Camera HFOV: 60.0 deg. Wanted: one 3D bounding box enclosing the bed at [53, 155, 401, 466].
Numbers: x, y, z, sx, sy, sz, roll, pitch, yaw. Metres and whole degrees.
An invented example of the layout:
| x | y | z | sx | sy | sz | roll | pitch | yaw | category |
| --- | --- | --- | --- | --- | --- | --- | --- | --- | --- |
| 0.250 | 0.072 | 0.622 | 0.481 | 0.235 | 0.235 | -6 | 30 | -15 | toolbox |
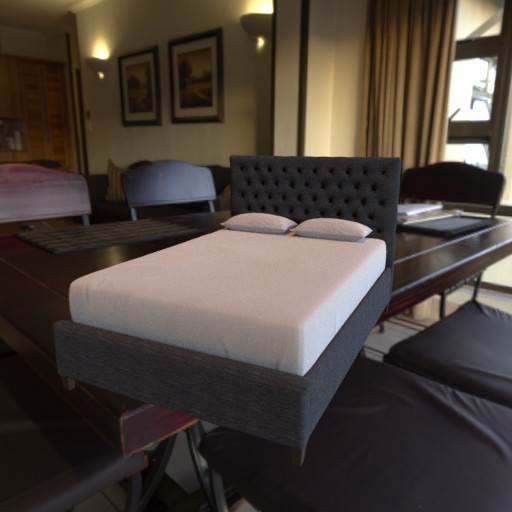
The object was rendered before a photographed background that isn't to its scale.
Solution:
| x | y | z | sx | sy | sz | roll | pitch | yaw | category |
| --- | --- | --- | --- | --- | --- | --- | --- | --- | --- |
| 0.000 | 0.000 | 3.358 | 1.698 | 1.427 | 2.387 | 7 | 16 | 25 | bed |
